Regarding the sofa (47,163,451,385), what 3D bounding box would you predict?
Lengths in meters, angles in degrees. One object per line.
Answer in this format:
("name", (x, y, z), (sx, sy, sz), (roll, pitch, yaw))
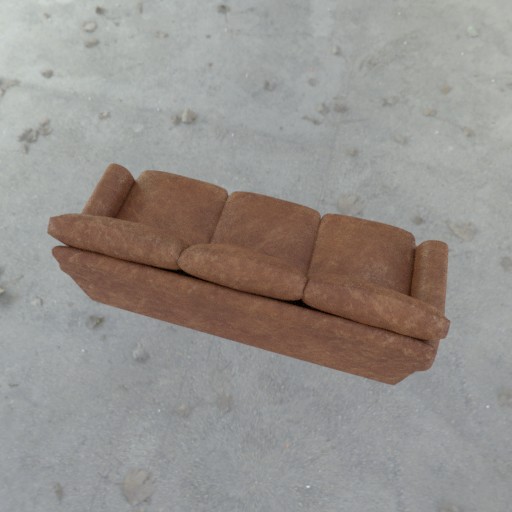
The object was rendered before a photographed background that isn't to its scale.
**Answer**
("sofa", (0.000, 0.000, 2.870), (2.351, 0.977, 0.973), (14, 64, 7))
